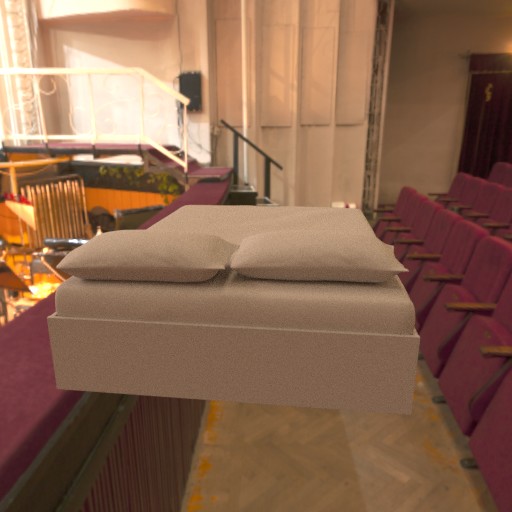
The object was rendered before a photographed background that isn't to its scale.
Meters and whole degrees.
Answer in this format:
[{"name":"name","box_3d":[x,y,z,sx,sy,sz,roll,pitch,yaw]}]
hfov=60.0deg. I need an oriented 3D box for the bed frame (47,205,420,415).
[{"name":"bed frame","box_3d":[0.000,0.000,2.590,1.450,0.629,1.950,2,16,7]}]
